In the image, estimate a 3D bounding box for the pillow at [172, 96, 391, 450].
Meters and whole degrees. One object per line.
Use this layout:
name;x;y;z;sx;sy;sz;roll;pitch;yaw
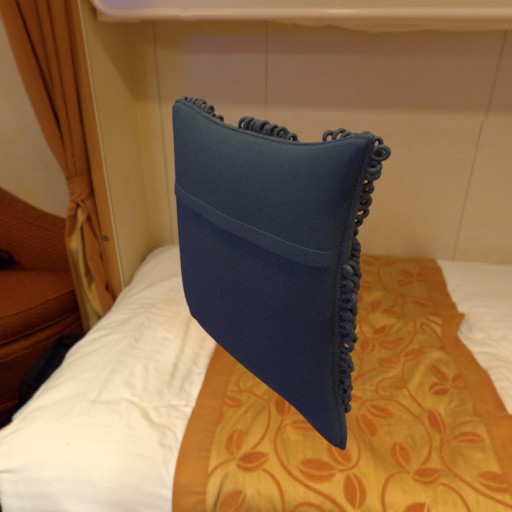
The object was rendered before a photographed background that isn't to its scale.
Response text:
pillow;0.000;0.000;0.736;0.172;0.466;0.469;-19;32;-33
